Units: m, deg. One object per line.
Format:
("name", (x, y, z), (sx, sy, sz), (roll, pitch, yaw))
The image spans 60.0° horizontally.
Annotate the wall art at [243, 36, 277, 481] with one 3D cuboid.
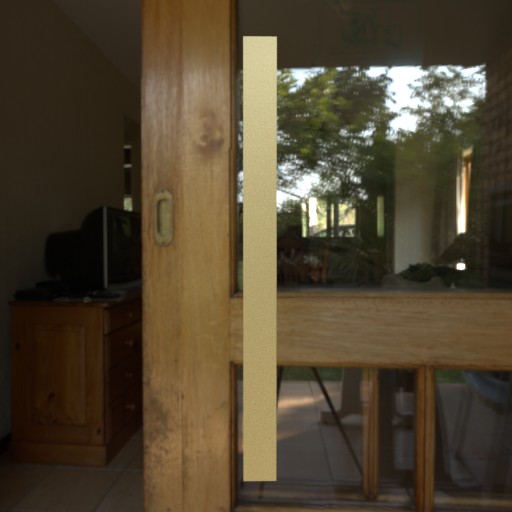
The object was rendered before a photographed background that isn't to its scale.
("wall art", (0.000, 0.000, 0.760), (0.038, 0.508, 0.507), (0, 1, -1))
